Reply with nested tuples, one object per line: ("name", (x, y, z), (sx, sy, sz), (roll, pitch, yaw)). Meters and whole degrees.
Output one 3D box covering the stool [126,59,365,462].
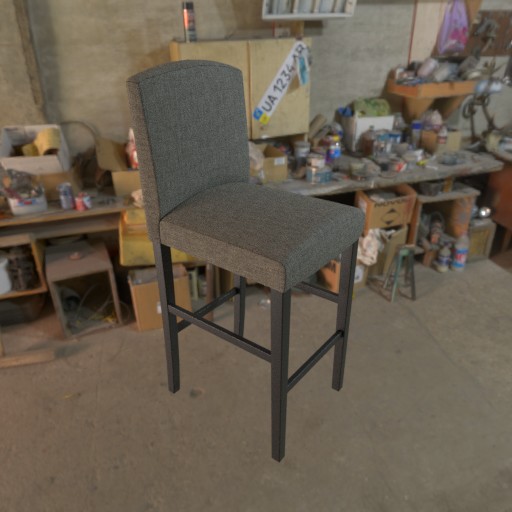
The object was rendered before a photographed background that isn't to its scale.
("stool", (0.000, 0.000, 1.422), (0.552, 1.138, 0.451), (19, 33, 33))
